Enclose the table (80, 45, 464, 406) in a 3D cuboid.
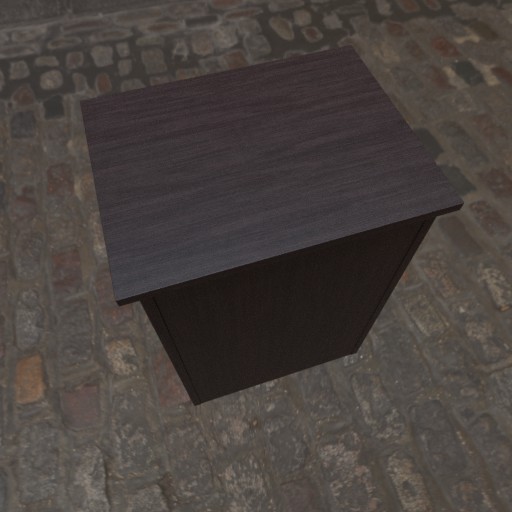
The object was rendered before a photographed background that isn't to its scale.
[{"bbox_3d":[0.000,0.000,0.936,0.480,0.635,0.381,-16,60,-9],"label":"table"}]
